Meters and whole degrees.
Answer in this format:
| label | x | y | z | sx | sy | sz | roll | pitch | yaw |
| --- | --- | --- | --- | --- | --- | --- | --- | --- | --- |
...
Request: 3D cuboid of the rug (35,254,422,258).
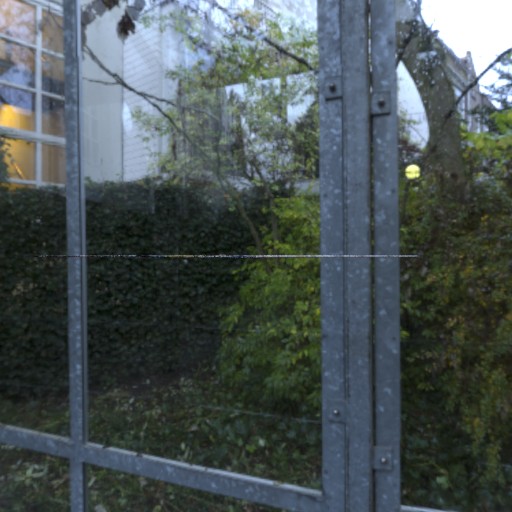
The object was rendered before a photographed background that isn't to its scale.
| label | x | y | z | sx | sy | sz | roll | pitch | yaw |
| --- | --- | --- | --- | --- | --- | --- | --- | --- | --- |
| rug | 0.000 | 0.000 | 2.293 | 1.217 | 0.012 | 1.848 | 0 | 0 | 35 |
